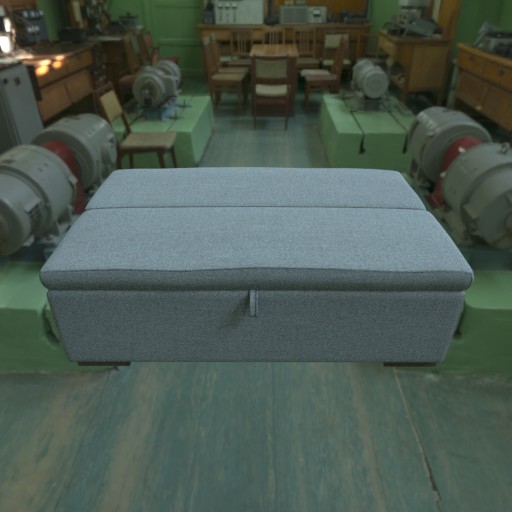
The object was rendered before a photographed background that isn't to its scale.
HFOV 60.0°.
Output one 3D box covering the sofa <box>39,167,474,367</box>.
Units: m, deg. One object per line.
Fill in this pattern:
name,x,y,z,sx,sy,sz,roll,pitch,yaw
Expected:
sofa,0.000,0.000,1.666,1.250,0.434,0.817,0,32,0
